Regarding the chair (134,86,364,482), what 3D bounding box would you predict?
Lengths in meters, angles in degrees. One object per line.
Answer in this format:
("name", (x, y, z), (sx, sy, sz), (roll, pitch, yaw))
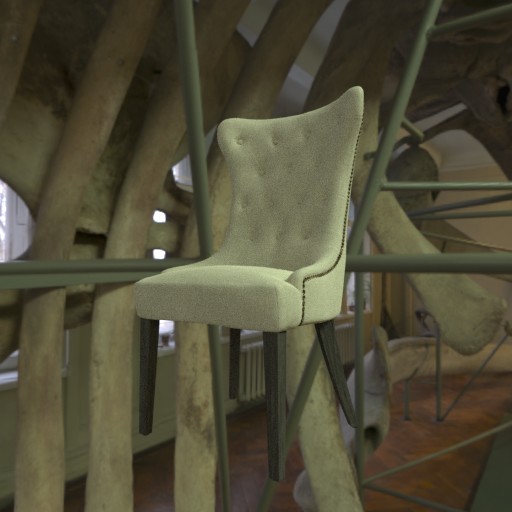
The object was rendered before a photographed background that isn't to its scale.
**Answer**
("chair", (0.000, 0.000, 1.389), (0.584, 1.065, 0.590), (-1, -1, 36))
